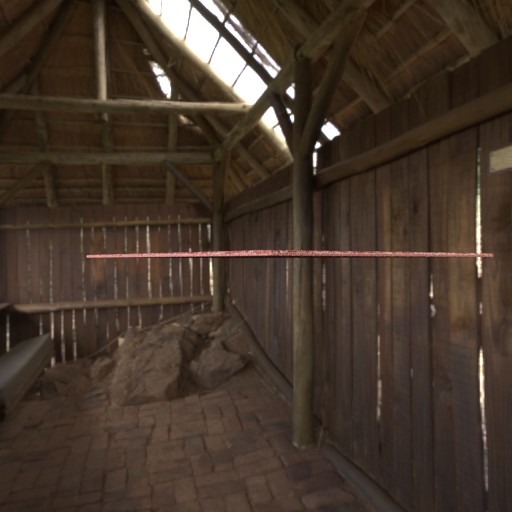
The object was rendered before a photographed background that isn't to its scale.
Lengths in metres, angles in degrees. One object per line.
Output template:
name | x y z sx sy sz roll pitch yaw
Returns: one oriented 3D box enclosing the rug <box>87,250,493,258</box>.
rug | 0.000 0.000 2.302 1.219 0.016 1.829 0 -1 -36
